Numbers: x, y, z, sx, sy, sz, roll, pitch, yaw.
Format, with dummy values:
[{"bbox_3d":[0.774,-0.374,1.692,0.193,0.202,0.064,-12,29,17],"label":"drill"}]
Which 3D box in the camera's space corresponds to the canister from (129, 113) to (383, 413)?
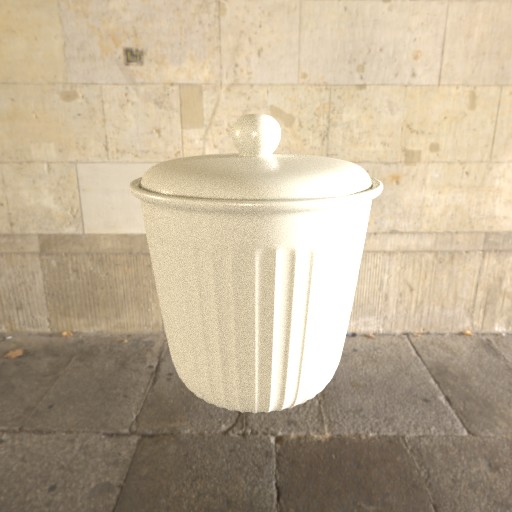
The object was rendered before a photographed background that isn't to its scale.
[{"bbox_3d":[0.000,0.000,0.344,0.181,0.211,0.181,0,17,0],"label":"canister"}]
